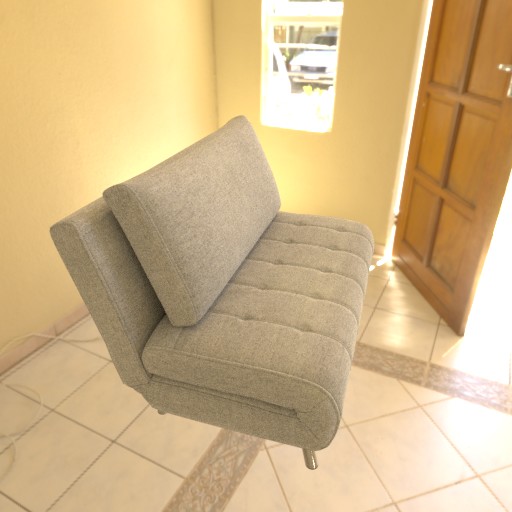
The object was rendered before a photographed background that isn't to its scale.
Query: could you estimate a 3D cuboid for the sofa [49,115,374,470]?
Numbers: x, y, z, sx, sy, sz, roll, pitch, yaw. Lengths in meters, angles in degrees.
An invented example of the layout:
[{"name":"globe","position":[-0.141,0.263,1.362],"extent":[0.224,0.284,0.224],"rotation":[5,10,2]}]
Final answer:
[{"name":"sofa","position":[0.000,0.000,1.841],"extent":[0.910,0.910,1.220],"rotation":[9,30,16]}]
